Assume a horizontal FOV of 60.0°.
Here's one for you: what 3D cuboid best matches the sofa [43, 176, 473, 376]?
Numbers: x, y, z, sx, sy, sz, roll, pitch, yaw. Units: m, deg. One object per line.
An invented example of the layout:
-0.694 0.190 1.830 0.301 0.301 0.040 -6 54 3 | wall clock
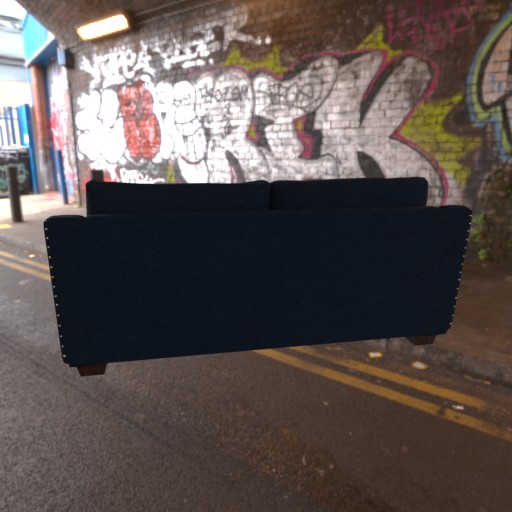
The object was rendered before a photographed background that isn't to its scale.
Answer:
0.000 0.000 2.714 2.107 0.983 1.104 -3 13 -11 | sofa
